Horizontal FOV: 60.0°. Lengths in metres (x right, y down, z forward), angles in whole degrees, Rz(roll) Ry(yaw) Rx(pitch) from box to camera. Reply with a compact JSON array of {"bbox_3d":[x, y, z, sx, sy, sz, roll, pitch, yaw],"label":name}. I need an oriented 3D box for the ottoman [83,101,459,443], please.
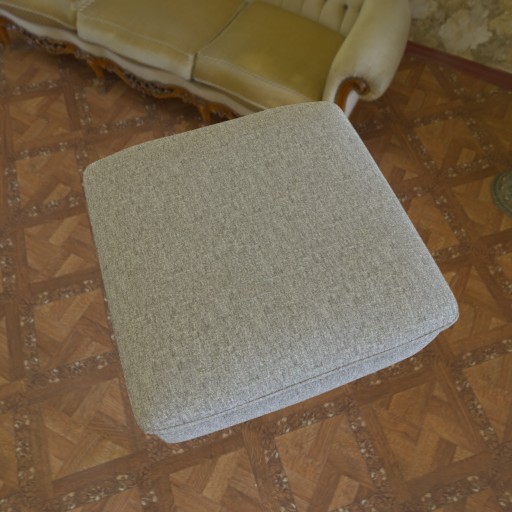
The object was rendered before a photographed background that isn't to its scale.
[{"bbox_3d":[0.000,0.000,1.637,1.039,0.526,1.035,-18,64,-9],"label":"ottoman"}]
